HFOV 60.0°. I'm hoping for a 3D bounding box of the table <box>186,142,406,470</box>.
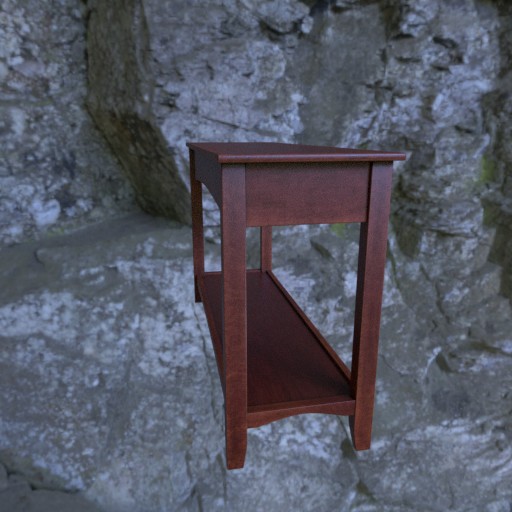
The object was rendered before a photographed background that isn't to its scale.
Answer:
[{"bbox_3d":[0.000,0.000,1.530,0.392,0.739,1.188,-3,16,-11],"label":"table"}]
